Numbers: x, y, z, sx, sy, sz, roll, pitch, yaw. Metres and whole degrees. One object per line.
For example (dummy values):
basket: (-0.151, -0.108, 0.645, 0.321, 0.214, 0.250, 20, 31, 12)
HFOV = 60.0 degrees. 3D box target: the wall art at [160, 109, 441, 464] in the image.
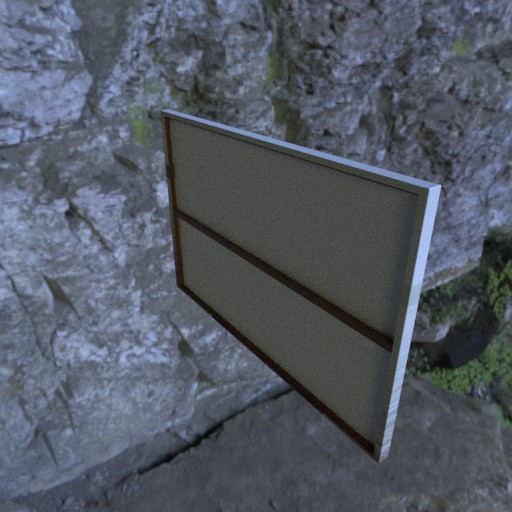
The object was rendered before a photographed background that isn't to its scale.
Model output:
wall art: (0.000, 0.000, 1.428, 0.040, 0.765, 1.149, -19, 32, -32)
